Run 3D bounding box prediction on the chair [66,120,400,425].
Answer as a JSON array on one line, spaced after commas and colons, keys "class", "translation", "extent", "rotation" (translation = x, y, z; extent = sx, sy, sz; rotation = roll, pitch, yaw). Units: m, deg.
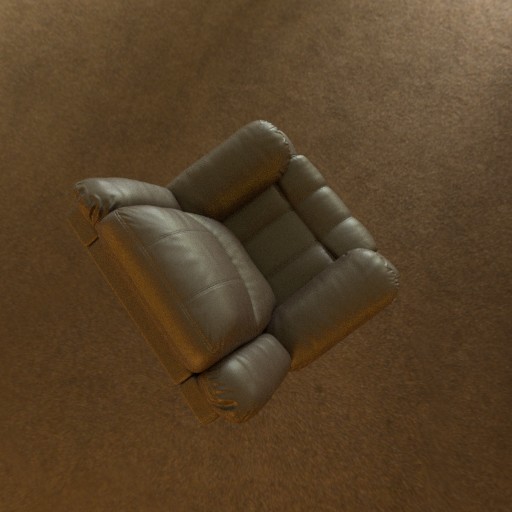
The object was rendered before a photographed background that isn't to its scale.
[{"class": "chair", "translation": [0.000, 0.000, 1.736], "extent": [0.934, 1.009, 0.899], "rotation": [-35, 78, -8]}]
